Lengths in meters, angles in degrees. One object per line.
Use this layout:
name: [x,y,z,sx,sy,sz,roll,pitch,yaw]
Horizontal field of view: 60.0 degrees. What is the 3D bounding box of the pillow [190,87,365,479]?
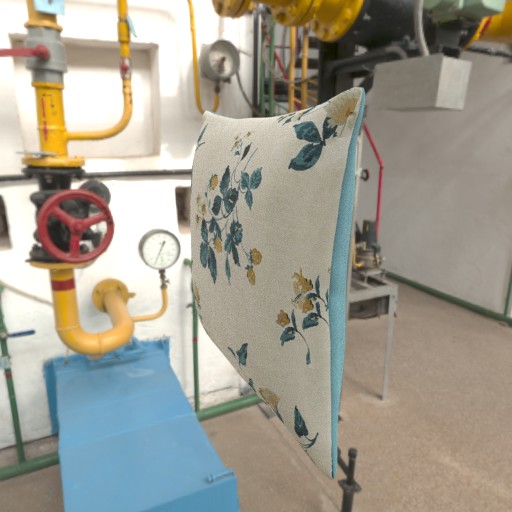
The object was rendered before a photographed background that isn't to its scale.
pillow: [0.000,0.000,0.772,0.166,0.507,0.526,-7,17,-24]
